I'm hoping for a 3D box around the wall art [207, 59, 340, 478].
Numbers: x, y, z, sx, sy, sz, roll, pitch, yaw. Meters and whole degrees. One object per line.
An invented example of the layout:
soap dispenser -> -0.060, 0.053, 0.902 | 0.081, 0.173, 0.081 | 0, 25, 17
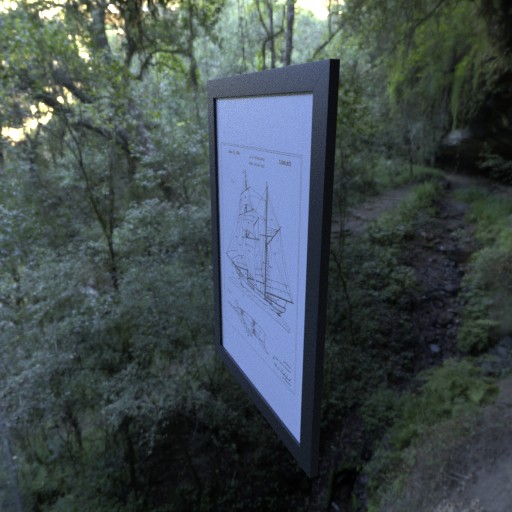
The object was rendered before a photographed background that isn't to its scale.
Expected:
wall art -> 0.000, 0.000, 0.696 | 0.013, 0.534, 0.381 | -8, 20, -24
